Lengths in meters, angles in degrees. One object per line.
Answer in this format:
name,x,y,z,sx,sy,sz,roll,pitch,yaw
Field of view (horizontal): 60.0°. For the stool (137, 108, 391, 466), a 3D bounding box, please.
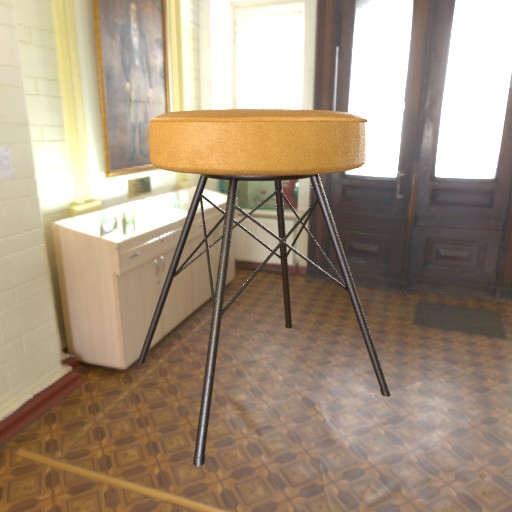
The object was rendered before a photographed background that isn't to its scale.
stool,0.000,0.000,0.960,0.472,0.595,0.438,-8,17,-25
